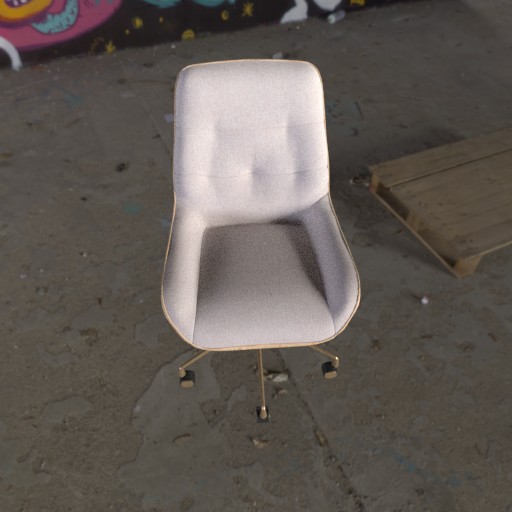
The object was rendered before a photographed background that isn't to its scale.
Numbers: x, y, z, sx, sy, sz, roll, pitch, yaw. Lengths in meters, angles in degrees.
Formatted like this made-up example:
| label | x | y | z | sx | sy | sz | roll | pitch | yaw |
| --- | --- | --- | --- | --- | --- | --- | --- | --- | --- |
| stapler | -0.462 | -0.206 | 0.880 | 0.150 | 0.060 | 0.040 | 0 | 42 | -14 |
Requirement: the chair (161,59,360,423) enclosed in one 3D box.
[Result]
| label | x | y | z | sx | sy | sz | roll | pitch | yaw |
| --- | --- | --- | --- | --- | --- | --- | --- | --- | --- |
| chair | 0.000 | 0.000 | 1.369 | 0.564 | 0.952 | 0.668 | -3 | 46 | -3 |
